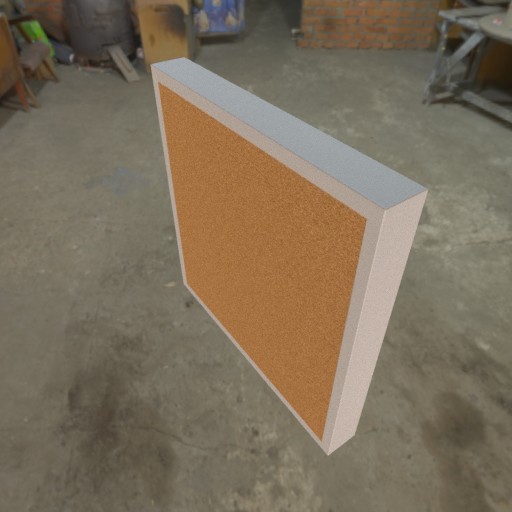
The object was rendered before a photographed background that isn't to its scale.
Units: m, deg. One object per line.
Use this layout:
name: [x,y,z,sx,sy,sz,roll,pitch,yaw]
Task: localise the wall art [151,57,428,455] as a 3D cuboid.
wall art: [0.000,0.000,0.452,0.038,0.305,0.305,-25,47,-26]
